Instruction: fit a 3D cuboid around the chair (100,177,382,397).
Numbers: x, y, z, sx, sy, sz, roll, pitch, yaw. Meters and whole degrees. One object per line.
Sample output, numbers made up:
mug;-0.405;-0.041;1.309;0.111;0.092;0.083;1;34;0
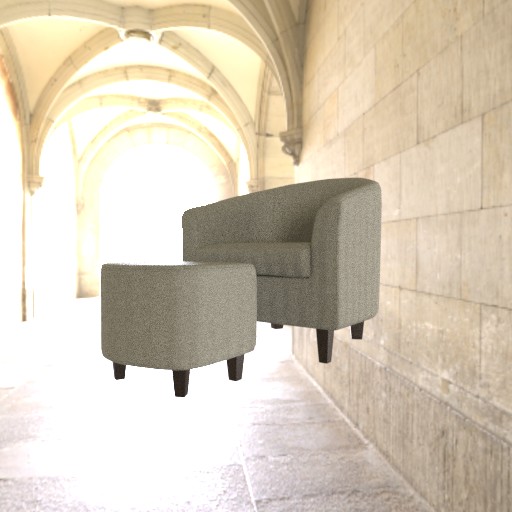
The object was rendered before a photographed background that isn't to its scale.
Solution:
chair;0.000;0.000;1.738;0.756;0.757;1.288;1;1;36
